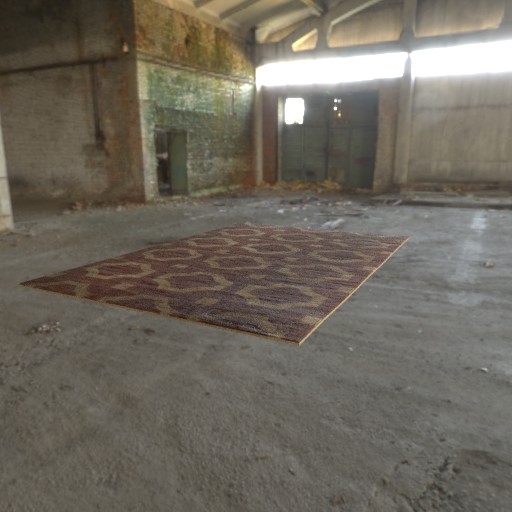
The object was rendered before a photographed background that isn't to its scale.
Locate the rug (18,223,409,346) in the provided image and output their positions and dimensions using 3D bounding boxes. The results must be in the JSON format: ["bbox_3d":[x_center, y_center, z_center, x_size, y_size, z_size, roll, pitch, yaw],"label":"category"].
[{"bbox_3d":[0.000,0.000,2.899,1.555,0.016,2.286,7,15,27],"label":"rug"}]
